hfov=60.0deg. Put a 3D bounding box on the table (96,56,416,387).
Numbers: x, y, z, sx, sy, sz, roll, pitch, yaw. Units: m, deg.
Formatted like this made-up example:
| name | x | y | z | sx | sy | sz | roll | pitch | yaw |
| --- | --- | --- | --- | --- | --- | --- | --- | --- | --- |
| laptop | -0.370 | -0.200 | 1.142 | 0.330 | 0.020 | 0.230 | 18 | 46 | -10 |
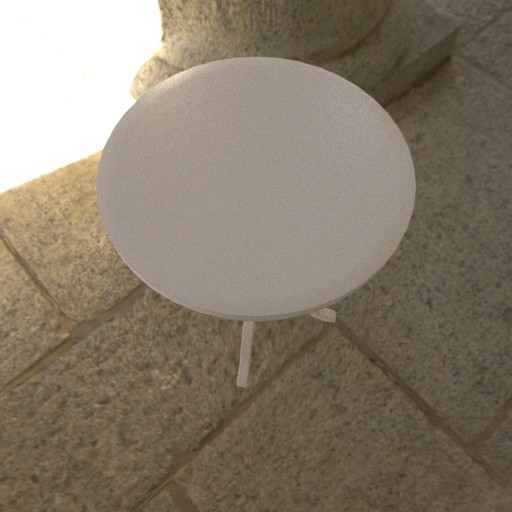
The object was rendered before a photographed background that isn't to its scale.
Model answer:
| name | x | y | z | sx | sy | sz | roll | pitch | yaw |
| --- | --- | --- | --- | --- | --- | --- | --- | --- | --- |
| table | 0.000 | 0.000 | 1.010 | 0.513 | 0.653 | 0.513 | 0 | 63 | 0 |
